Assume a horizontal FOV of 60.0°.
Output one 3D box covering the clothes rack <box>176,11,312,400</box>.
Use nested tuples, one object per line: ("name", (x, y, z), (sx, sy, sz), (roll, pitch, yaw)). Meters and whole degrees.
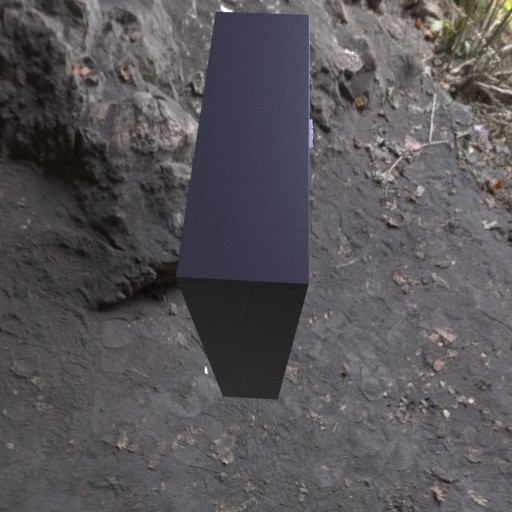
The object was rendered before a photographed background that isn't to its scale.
("clothes rack", (0.000, 0.000, 1.538), (0.250, 1.280, 0.750), (3, 63, 1))
